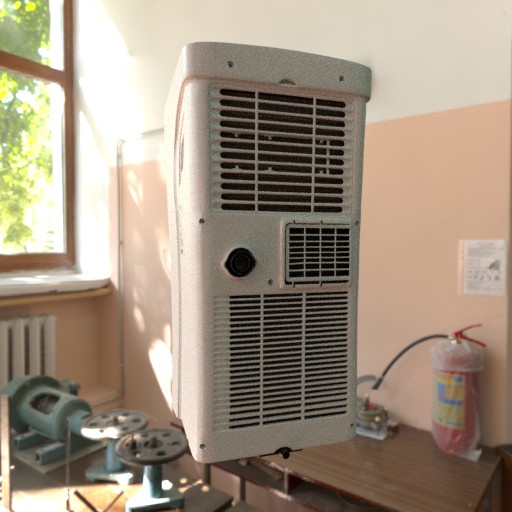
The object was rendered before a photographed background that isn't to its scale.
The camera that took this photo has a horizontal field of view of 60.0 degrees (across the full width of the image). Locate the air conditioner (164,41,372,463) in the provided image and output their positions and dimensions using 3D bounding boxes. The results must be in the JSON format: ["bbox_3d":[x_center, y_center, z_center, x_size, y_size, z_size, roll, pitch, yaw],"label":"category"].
[{"bbox_3d":[0.000,0.000,0.928,0.352,0.716,0.369,-1,2,-18],"label":"air conditioner"}]
